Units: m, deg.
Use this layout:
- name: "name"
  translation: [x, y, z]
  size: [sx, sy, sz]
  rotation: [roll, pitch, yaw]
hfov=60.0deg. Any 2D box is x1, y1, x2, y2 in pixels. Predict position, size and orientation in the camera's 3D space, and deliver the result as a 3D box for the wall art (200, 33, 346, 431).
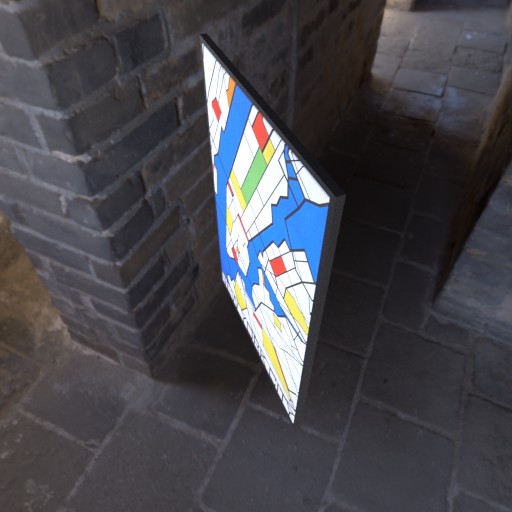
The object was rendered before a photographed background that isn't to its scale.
- name: "wall art"
  translation: [0.000, 0.000, 0.858]
  size: [0.013, 0.660, 0.460]
  rotation: [-18, 50, -15]
